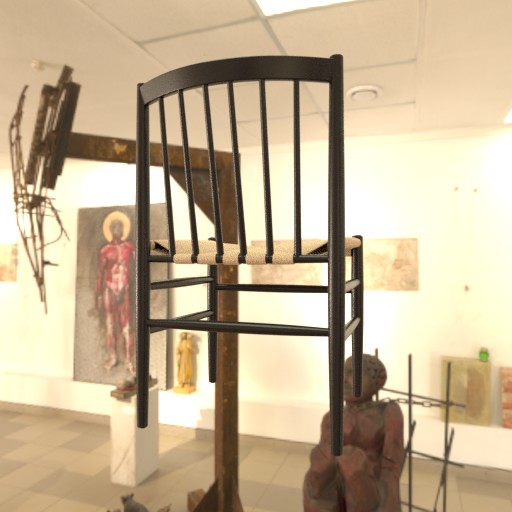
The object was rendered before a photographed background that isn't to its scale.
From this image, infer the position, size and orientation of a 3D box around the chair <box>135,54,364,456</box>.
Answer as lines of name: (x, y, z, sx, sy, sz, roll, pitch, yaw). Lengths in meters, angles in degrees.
chair: (0.000, 0.000, 1.133, 0.495, 0.818, 0.516, 0, 0, 19)
